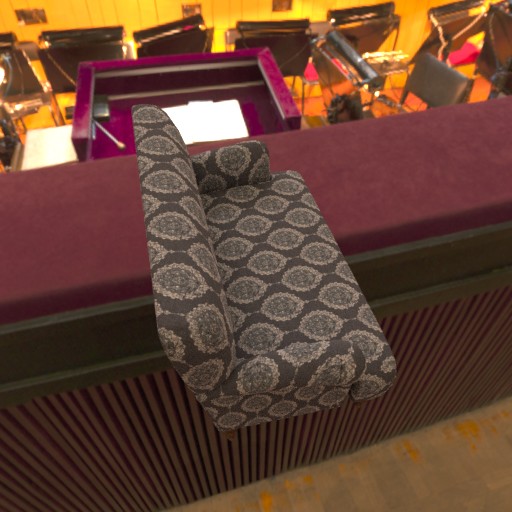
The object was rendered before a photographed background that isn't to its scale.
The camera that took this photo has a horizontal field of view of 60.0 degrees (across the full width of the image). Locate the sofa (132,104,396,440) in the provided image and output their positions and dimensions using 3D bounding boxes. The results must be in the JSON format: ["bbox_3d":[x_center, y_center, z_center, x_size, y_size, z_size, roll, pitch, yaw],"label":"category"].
[{"bbox_3d":[0.000,0.000,1.824,0.779,0.867,1.297,-11,49,-9],"label":"sofa"}]
